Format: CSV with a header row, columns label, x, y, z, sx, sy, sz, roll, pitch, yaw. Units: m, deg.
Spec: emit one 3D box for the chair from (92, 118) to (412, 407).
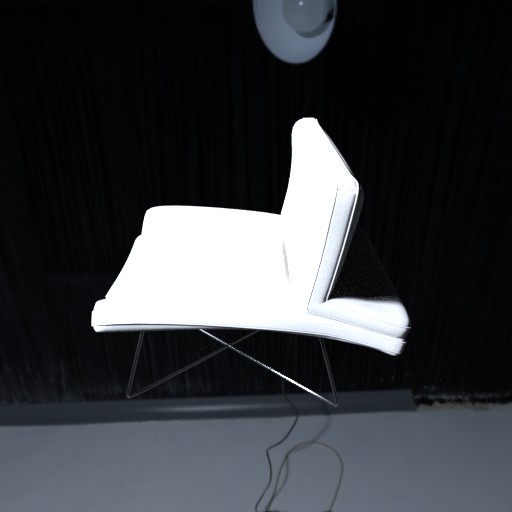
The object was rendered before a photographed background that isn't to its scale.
label,x,y,z,sx,sy,sz,roll,pitch,yaw
chair,0.000,0.000,1.663,1.008,0.855,0.859,0,28,0
